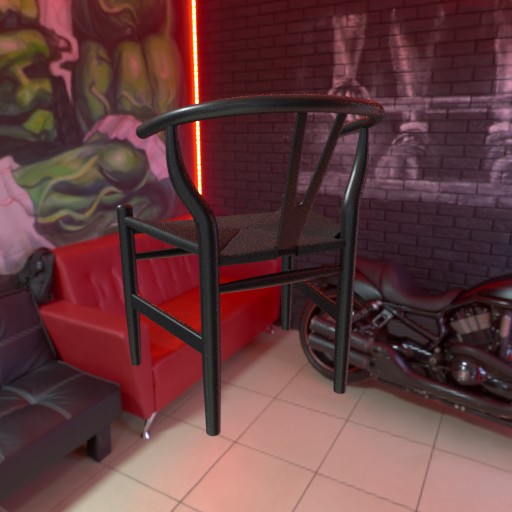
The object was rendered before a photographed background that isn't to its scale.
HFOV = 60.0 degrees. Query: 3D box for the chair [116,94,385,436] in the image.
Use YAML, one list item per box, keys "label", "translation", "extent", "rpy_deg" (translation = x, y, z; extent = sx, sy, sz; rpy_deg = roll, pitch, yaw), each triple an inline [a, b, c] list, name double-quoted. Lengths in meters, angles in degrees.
- label: "chair"
  translation: [0.000, 0.000, 1.125]
  extent: [0.569, 0.730, 0.579]
  rpy_deg: [-8, 17, -27]
